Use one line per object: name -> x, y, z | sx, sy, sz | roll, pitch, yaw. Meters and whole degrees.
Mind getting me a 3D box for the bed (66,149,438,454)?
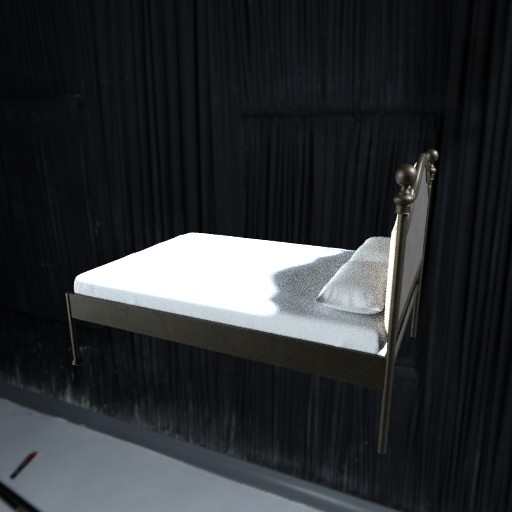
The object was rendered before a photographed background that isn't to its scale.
bed -> 0.000, 0.000, 3.130 | 2.170, 1.462, 1.533 | 7, 18, 24
